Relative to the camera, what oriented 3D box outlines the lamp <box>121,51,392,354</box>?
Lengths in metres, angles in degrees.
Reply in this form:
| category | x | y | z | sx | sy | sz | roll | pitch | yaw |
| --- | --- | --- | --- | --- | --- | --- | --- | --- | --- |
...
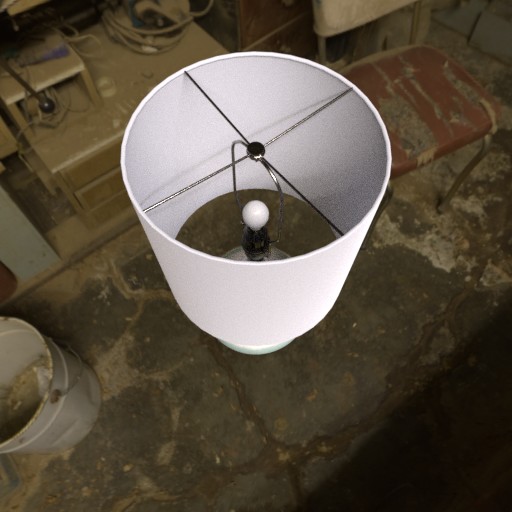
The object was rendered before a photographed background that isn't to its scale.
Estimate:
| category | x | y | z | sx | sy | sz | roll | pitch | yaw |
| --- | --- | --- | --- | --- | --- | --- | --- | --- | --- |
| lamp | 0.000 | 0.000 | 0.537 | 0.217 | 0.404 | 0.217 | -34 | 68 | -16 |
